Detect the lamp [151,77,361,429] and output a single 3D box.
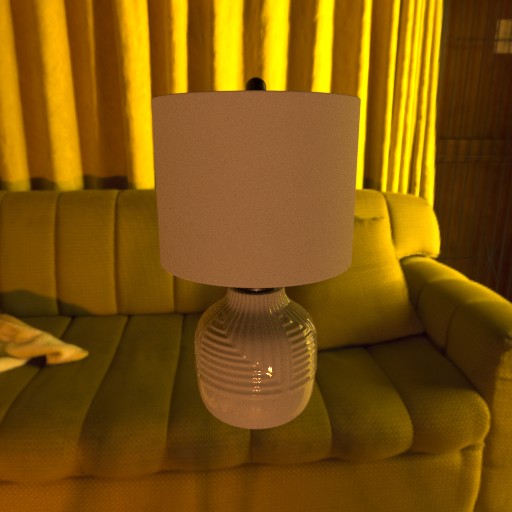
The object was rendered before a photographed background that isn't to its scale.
[{"bbox_3d":[0.000,0.000,0.752,0.318,0.567,0.318,0,15,0],"label":"lamp"}]
